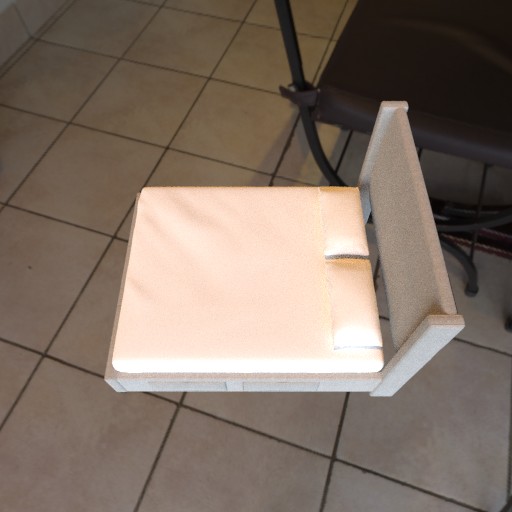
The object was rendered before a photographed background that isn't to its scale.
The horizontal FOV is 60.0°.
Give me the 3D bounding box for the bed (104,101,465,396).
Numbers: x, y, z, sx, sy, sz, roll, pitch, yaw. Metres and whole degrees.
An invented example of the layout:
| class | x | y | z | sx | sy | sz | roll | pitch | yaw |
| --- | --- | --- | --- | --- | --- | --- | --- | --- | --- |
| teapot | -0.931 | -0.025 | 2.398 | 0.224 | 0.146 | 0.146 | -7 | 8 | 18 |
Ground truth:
| class | x | y | z | sx | sy | sz | roll | pitch | yaw |
| --- | --- | --- | --- | --- | --- | --- | --- | --- | --- |
| bed | 0.000 | 0.000 | 3.425 | 2.222 | 1.491 | 1.774 | 0 | 59 | 0 |
